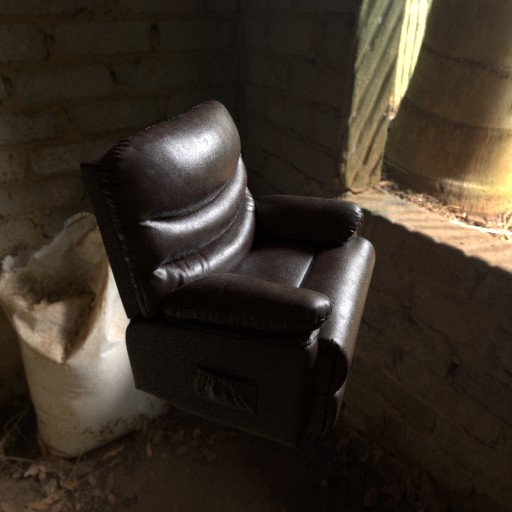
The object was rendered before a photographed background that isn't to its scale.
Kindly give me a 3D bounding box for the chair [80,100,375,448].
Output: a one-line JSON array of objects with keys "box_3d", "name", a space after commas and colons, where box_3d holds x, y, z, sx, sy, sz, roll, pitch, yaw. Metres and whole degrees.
[{"box_3d": [0.000, 0.000, 1.750, 0.879, 1.041, 0.940, 10, 32, 17], "name": "chair"}]
